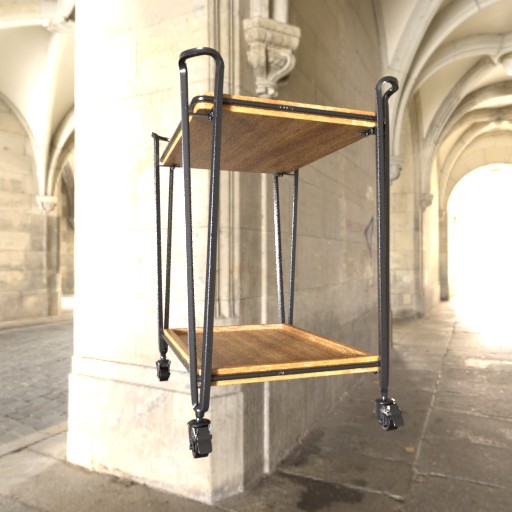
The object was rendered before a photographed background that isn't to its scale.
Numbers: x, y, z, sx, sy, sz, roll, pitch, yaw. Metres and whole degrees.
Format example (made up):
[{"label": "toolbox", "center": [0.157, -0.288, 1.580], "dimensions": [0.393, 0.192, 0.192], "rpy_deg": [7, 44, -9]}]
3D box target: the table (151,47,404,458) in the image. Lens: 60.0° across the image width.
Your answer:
[{"label": "table", "center": [0.000, 0.000, 1.205], "dimensions": [0.505, 0.785, 0.672], "rpy_deg": [0, -1, -19]}]
